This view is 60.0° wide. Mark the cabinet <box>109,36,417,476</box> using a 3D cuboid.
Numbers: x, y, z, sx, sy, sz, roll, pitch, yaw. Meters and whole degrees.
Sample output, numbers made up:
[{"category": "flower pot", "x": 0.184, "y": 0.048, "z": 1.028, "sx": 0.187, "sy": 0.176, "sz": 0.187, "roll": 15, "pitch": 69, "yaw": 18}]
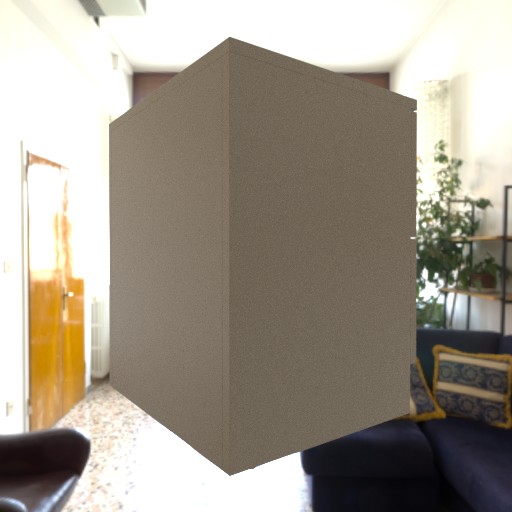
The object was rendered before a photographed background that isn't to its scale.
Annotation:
[{"category": "cabinet", "x": 0.000, "y": 0.000, "z": 0.738, "sx": 0.360, "sy": 0.470, "sz": 0.400, "roll": 0, "pitch": 1, "yaw": -36}]
